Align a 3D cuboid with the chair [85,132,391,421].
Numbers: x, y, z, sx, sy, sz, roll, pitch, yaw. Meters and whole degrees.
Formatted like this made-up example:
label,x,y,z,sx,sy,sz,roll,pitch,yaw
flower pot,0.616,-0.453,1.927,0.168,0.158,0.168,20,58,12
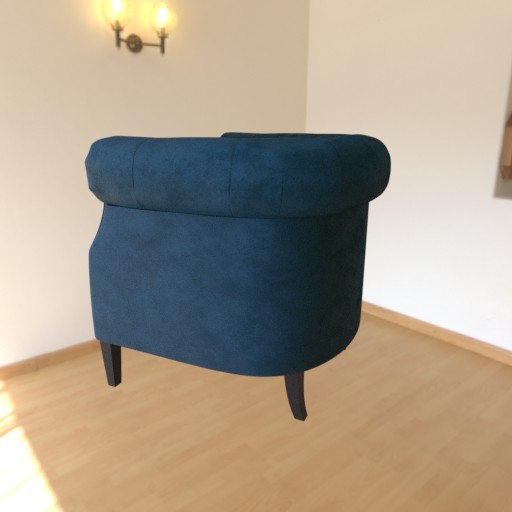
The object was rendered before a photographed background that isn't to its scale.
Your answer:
label,x,y,z,sx,sy,sz,roll,pitch,yaw
chair,0.000,0.000,1.549,0.851,0.826,0.904,8,18,24
